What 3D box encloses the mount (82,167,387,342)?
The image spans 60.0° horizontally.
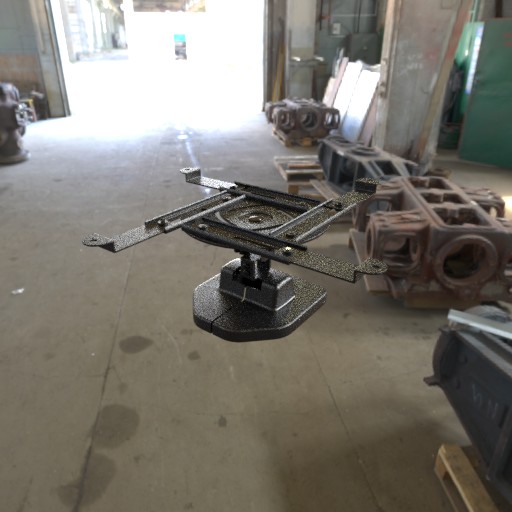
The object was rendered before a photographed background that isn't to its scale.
[{"bbox_3d":[0.000,0.000,0.584,0.394,0.141,0.394,18,31,32],"label":"mount"}]
